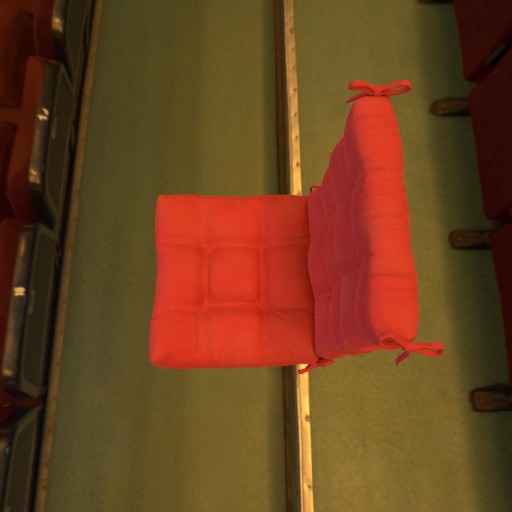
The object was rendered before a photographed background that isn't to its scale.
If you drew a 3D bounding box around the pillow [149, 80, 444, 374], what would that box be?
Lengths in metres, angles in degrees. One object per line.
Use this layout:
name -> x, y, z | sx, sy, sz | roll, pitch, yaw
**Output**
pillow -> 0.000, 0.000, 1.001 | 0.571, 0.605, 0.519 | -1, 75, 0
